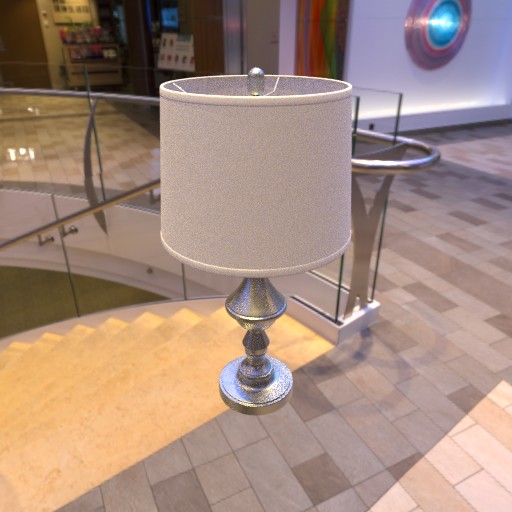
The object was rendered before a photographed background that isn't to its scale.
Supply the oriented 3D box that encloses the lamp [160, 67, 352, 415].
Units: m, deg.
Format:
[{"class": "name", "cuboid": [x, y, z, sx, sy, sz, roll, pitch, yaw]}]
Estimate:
[{"class": "lamp", "cuboid": [0.000, 0.000, 0.935, 0.383, 0.733, 0.383, 0, 27, 0]}]
